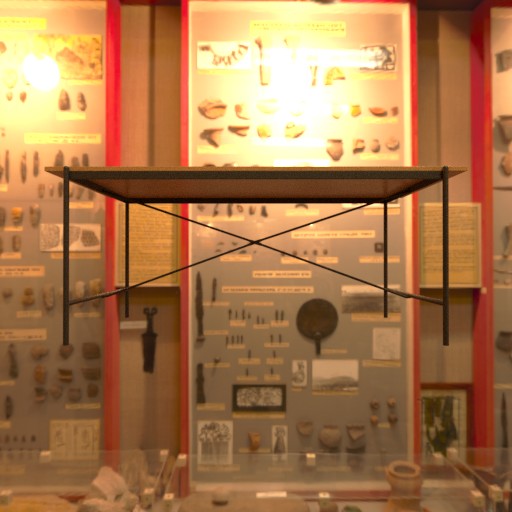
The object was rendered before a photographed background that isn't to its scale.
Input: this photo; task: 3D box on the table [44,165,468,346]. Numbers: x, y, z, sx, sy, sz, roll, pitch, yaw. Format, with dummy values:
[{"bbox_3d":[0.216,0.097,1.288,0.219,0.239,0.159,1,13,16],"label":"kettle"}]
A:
[{"bbox_3d":[0.000,0.000,2.310,1.800,0.758,0.900,0,0,0],"label":"table"}]
